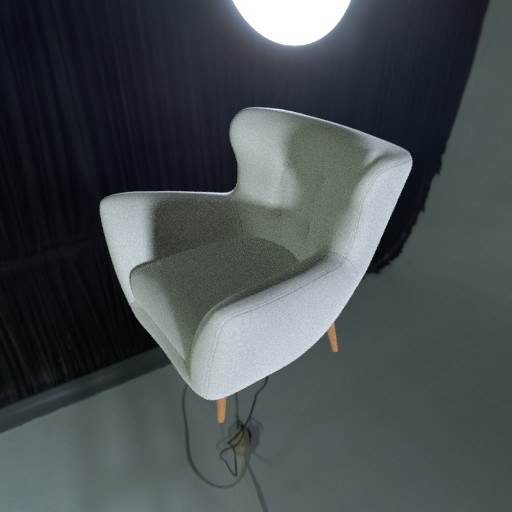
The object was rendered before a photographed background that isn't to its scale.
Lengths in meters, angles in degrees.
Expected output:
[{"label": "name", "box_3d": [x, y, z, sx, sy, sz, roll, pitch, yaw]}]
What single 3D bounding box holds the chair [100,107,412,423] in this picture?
[{"label": "chair", "box_3d": [0.000, 0.000, 1.678, 0.889, 0.889, 0.890, -21, 38, -30]}]
